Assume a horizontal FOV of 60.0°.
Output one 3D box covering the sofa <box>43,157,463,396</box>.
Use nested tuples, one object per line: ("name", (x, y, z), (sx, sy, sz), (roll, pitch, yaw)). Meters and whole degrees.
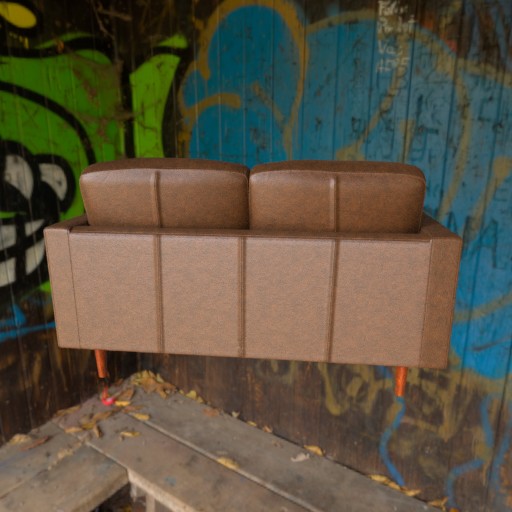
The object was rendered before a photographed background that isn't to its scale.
("sofa", (0.000, 0.000, 2.135), (1.578, 0.951, 0.909), (2, 15, 6))
